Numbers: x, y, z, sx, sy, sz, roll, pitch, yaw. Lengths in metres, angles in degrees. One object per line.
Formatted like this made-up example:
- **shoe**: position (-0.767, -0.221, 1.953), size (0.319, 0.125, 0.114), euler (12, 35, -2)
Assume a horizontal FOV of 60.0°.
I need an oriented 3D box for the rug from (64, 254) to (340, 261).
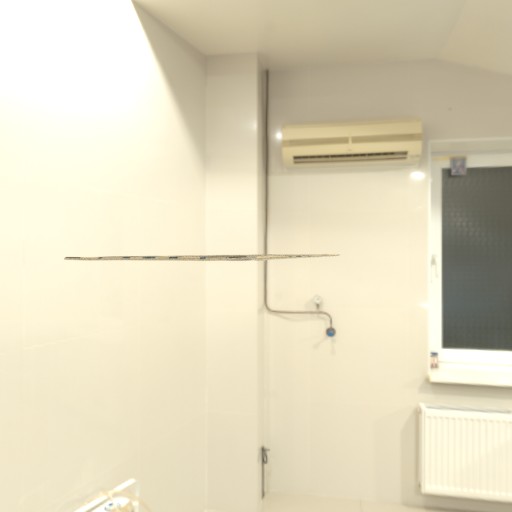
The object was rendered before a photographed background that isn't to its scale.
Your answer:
- **rug**: position (0.000, 0.000, 2.539), size (0.692, 0.017, 2.301), euler (0, 0, 17)
